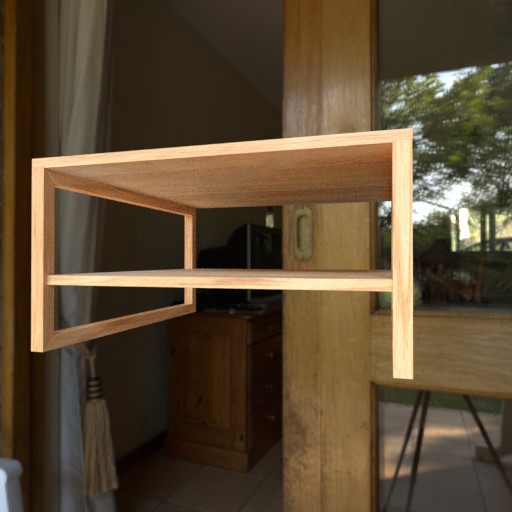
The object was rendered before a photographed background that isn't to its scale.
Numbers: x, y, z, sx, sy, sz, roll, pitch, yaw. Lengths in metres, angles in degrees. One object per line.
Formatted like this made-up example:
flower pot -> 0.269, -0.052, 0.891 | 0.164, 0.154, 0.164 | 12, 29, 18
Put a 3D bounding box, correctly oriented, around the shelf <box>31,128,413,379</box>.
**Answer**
shelf -> 0.000, 0.000, 1.405 | 0.899, 0.480, 0.899 | 0, -1, 17
